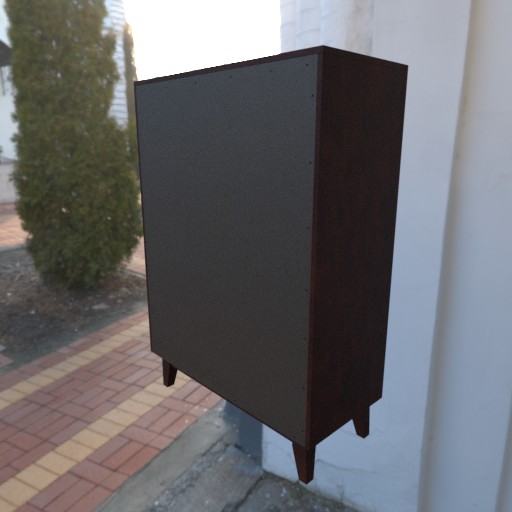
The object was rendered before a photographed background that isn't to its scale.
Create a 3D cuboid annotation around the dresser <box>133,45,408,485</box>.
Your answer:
[{"bbox_3d":[0.000,0.000,1.979,0.506,1.514,1.072,-13,20,-42],"label":"dresser"}]
